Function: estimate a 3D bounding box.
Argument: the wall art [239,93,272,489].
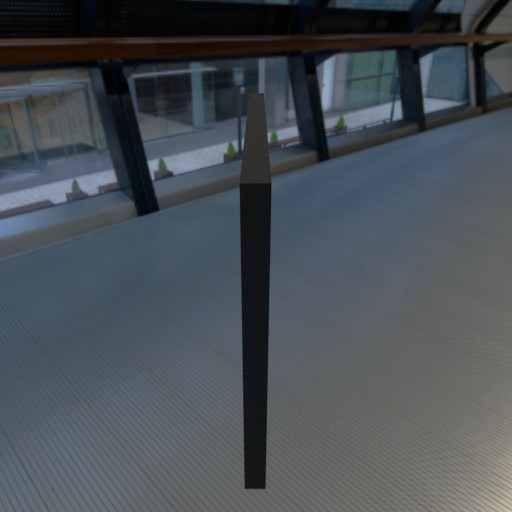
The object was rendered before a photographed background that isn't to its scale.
[{"bbox_3d":[0.000,0.000,0.772,0.031,0.457,0.558,0,28,0],"label":"wall art"}]
